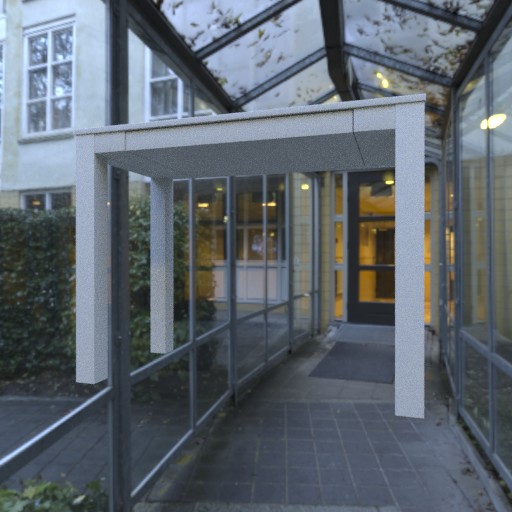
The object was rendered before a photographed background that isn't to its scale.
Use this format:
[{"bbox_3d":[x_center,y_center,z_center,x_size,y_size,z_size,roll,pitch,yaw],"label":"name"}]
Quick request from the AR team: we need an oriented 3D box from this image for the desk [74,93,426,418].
[{"bbox_3d":[0.000,0.000,1.423,0.990,0.762,0.497,0,0,18],"label":"desk"}]
